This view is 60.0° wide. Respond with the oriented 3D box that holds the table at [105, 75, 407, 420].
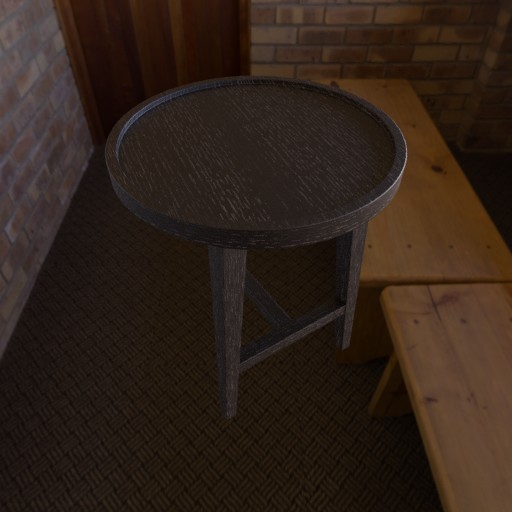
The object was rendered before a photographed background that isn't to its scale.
[{"bbox_3d":[0.000,0.000,0.762,0.399,0.460,0.399,0,44,0],"label":"table"}]
